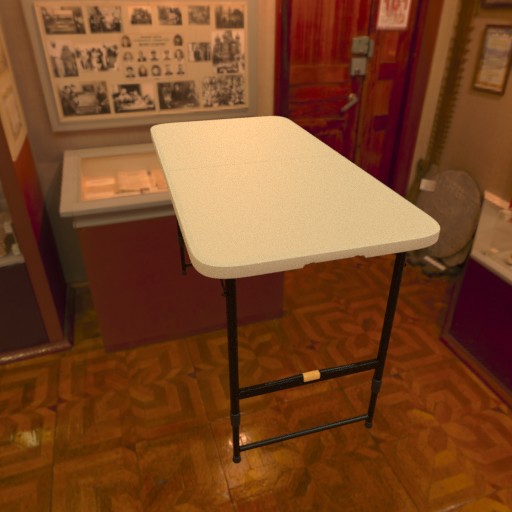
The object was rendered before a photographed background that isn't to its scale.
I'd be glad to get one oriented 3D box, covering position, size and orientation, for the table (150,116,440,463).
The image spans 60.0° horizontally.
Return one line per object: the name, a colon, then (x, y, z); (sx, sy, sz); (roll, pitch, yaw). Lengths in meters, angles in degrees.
table: (0.000, 0.000, 1.668); (0.611, 0.737, 1.245); (-8, 32, -14)
